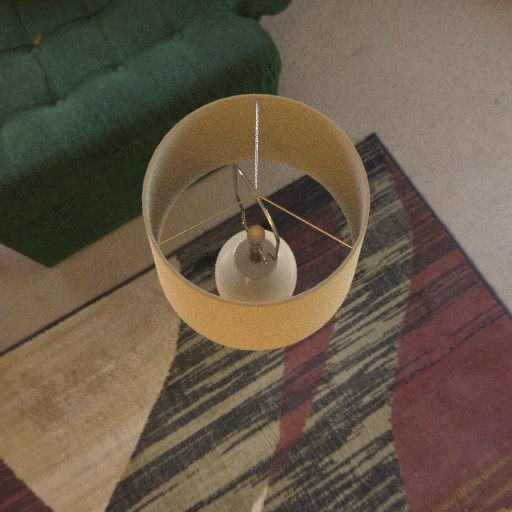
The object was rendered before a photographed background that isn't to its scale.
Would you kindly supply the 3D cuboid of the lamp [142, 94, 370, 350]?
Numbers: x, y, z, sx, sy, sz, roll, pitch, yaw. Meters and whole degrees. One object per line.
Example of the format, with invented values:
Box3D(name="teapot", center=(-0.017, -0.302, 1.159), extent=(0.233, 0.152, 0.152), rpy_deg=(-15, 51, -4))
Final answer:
Box3D(name="lamp", center=(0.000, 0.000, 0.672), extent=(0.285, 0.483, 0.285), rpy_deg=(0, 75, 0))
